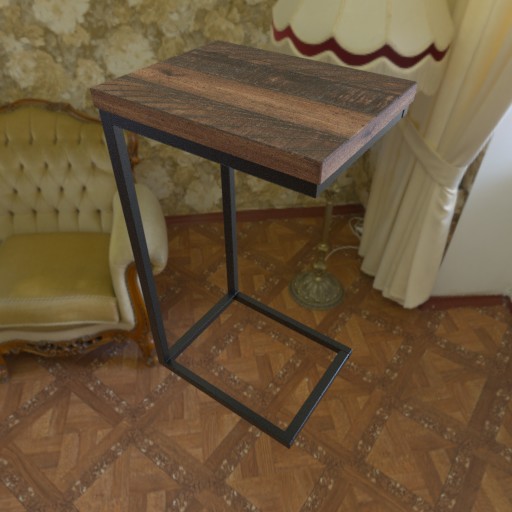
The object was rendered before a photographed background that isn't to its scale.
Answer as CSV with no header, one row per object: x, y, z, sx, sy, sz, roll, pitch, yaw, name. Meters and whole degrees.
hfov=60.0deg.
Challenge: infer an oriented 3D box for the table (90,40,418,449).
0.000,0.000,0.938,0.414,0.718,0.323,25,47,26,table
